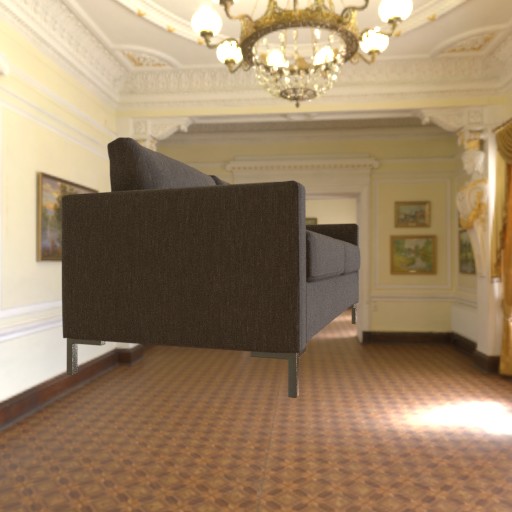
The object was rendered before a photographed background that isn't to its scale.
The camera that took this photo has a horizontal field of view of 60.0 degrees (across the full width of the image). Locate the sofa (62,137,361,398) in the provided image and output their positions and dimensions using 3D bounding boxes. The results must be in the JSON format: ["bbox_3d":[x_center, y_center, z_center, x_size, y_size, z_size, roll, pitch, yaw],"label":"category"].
[{"bbox_3d":[0.000,0.000,2.169,0.875,0.840,1.682,0,-1,19],"label":"sofa"}]
